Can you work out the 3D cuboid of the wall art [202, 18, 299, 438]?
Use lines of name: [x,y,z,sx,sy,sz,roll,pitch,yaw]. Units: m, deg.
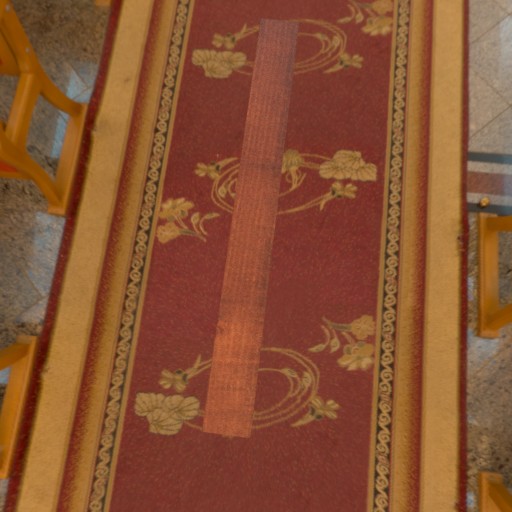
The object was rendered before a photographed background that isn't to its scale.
wall art: [0.000,0.000,0.578,0.038,0.385,0.386,7,76,2]
